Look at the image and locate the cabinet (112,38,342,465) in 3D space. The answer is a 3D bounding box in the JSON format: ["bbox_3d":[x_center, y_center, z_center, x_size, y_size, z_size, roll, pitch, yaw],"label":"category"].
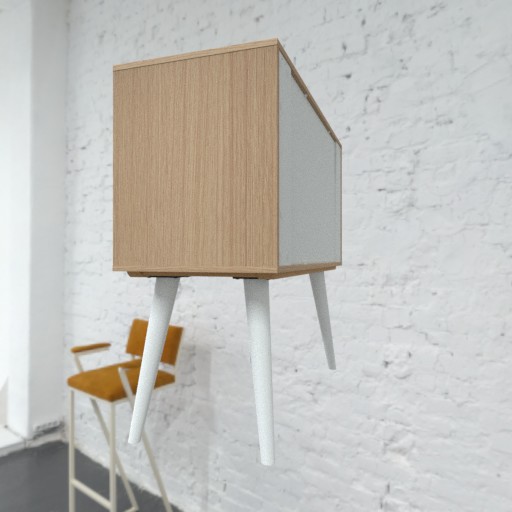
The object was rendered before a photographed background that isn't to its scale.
[{"bbox_3d":[0.000,0.000,1.609,0.470,1.016,1.057,0,0,19],"label":"cabinet"}]
